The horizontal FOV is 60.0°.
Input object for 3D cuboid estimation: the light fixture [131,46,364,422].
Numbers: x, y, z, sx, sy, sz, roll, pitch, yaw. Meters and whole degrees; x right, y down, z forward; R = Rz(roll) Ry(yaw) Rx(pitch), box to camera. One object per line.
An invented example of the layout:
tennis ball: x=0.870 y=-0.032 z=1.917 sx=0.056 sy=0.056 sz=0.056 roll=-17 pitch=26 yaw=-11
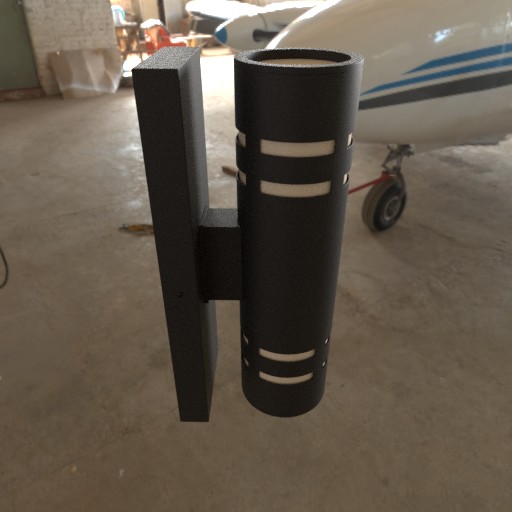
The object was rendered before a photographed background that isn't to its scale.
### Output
light fixture: x=0.000 y=0.000 z=0.398 sx=0.149 sy=0.330 sz=0.105 roll=1 pitch=32 yaw=1
